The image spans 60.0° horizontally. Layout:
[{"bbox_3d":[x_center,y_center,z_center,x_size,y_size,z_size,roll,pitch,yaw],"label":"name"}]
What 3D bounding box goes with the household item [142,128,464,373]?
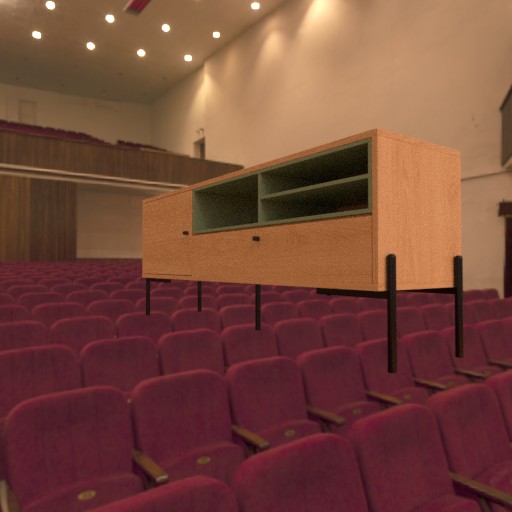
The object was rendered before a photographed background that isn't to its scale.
[{"bbox_3d":[0.000,0.000,1.795,0.400,0.600,1.550,1,-1,-36],"label":"household item"}]
